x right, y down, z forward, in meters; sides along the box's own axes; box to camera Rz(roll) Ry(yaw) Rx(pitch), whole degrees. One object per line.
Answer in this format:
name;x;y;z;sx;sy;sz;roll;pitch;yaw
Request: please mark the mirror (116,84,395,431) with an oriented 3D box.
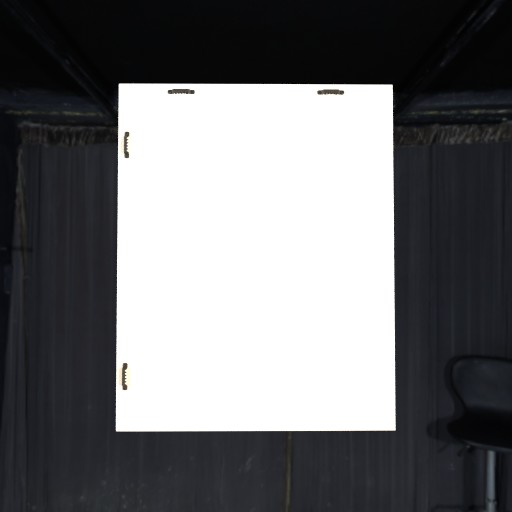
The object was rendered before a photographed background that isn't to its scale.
mirror;0.000;0.000;0.666;0.406;0.509;0.041;0;-2;-1
